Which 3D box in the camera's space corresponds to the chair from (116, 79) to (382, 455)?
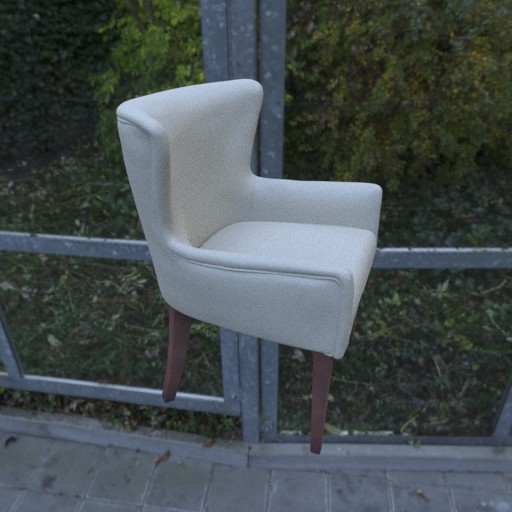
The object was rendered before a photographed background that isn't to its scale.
[{"bbox_3d":[0.000,0.000,1.390,0.686,0.952,0.660,11,31,18],"label":"chair"}]
